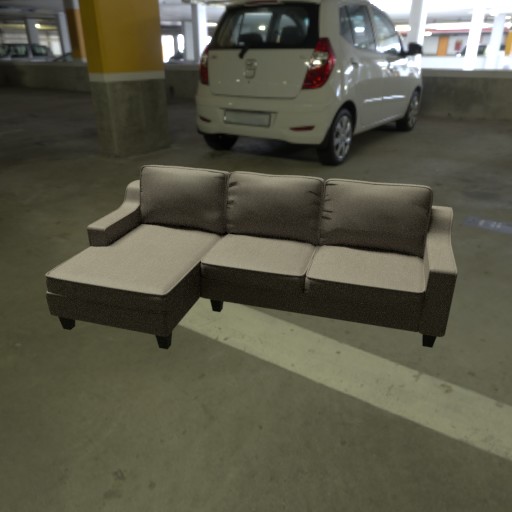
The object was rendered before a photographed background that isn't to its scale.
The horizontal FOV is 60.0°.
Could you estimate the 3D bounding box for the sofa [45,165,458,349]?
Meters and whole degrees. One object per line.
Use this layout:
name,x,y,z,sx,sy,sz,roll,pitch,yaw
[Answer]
sofa,0.000,0.000,3.096,2.561,0.928,1.294,7,26,15
